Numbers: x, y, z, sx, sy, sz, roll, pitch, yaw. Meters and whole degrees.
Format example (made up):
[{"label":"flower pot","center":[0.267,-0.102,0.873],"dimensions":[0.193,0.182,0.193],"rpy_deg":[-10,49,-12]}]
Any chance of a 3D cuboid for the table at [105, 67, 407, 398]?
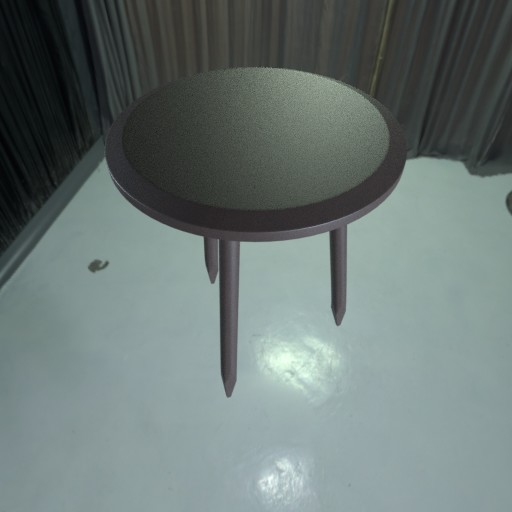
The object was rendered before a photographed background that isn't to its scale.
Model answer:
[{"label":"table","center":[0.000,0.000,0.892],"dimensions":[0.457,0.585,0.457],"rpy_deg":[0,47,0]}]
